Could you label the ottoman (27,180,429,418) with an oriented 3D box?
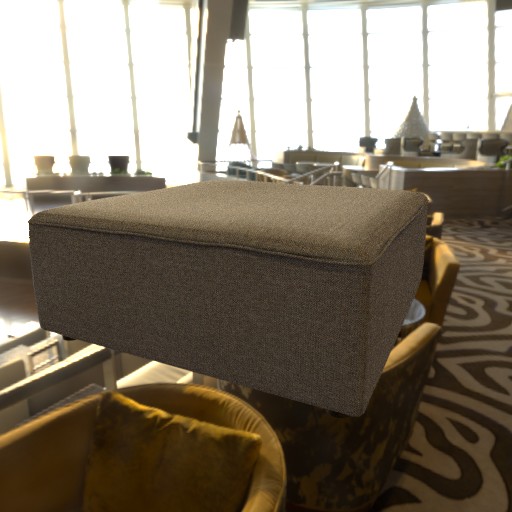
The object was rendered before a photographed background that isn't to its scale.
[{"bbox_3d":[0.000,0.000,1.533,1.017,0.423,1.023,8,17,26],"label":"ottoman"}]
